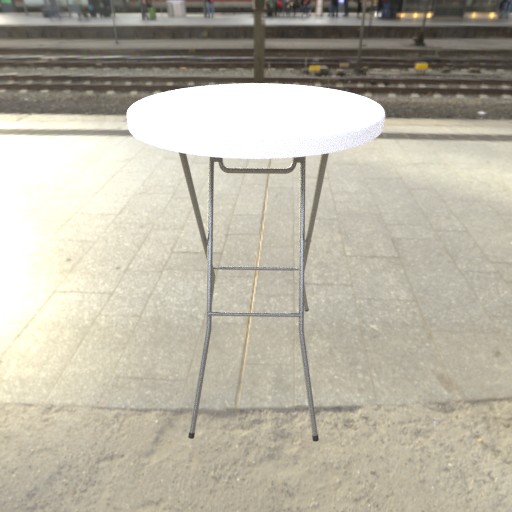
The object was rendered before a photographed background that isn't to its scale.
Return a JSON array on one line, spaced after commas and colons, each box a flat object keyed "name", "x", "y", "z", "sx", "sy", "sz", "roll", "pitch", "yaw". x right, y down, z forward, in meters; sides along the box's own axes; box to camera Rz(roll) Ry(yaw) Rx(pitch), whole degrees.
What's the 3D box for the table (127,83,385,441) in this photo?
[{"name": "table", "x": 0.000, "y": 0.000, "z": 1.677, "sx": 0.792, "sy": 1.105, "sz": 0.795, "roll": 1, "pitch": 31, "yaw": 1}]
